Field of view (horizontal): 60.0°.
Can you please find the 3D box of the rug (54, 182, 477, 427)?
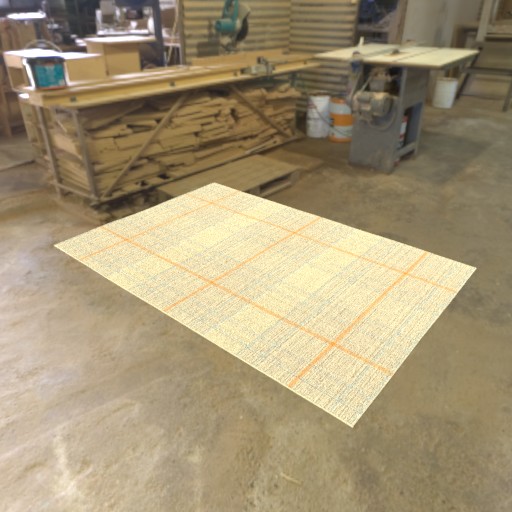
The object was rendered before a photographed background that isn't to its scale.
[{"bbox_3d":[0.000,0.000,2.293,1.825,0.015,1.232,23,37,34],"label":"rug"}]
